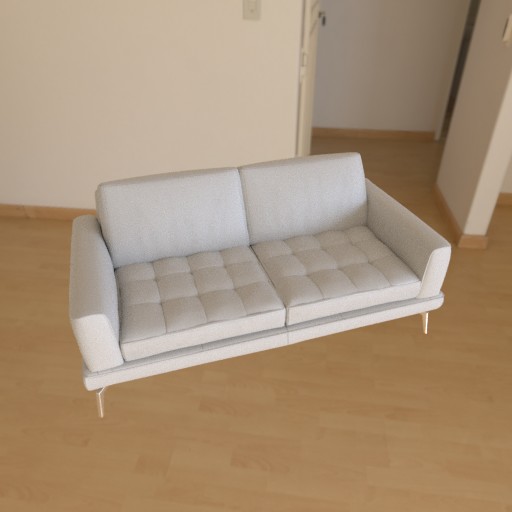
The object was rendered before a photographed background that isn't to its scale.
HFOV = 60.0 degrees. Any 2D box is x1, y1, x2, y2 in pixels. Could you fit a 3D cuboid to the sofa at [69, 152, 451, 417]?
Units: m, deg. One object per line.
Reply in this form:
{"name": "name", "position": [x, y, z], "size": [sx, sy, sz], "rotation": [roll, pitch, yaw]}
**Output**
{"name": "sofa", "position": [0.000, 0.000, 2.795], "size": [2.177, 0.930, 1.121], "rotation": [-10, 35, -15]}
